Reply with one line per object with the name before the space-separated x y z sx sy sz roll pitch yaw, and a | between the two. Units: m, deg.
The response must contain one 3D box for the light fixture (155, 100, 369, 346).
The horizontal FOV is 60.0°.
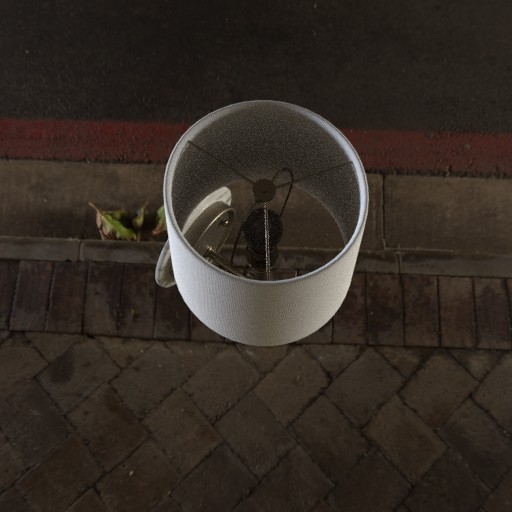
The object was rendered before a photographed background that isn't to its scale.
light fixture | 0.000 0.000 0.439 0.188 0.337 0.168 34 77 9
